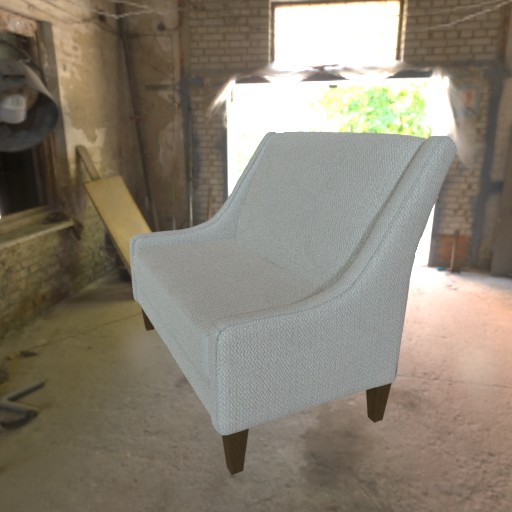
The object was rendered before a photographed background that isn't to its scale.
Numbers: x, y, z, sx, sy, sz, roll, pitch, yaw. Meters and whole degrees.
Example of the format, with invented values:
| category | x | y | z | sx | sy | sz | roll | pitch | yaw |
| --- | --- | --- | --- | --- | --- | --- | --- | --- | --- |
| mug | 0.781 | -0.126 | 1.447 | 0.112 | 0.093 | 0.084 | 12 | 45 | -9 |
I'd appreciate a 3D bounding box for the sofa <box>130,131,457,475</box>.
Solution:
| category | x | y | z | sx | sy | sz | roll | pitch | yaw |
| --- | --- | --- | --- | --- | --- | --- | --- | --- | --- |
| sofa | 0.000 | 0.000 | 1.901 | 0.870 | 1.022 | 1.242 | -8 | 18 | -25 |
